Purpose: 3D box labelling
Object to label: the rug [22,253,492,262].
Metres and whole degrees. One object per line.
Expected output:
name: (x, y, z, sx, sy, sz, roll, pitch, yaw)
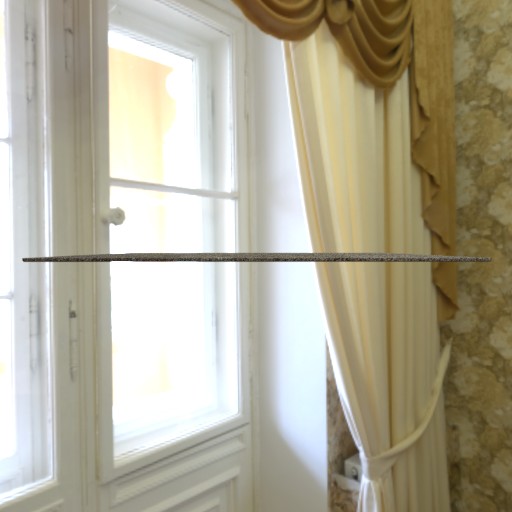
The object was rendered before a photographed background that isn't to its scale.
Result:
rug: (0.000, 0.000, 4.016, 3.000, 0.025, 2.401, 0, 1, -1)
